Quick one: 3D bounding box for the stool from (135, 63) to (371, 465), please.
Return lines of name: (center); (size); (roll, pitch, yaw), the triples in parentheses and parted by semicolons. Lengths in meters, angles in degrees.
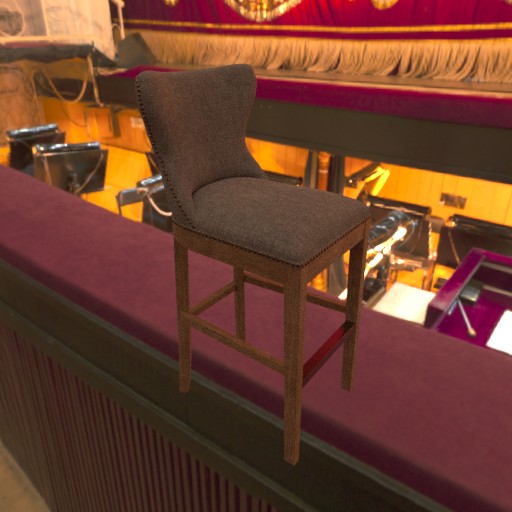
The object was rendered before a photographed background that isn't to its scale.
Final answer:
stool: (0.000, 0.000, 1.447); (0.606, 1.123, 0.494); (18, 32, 32)
